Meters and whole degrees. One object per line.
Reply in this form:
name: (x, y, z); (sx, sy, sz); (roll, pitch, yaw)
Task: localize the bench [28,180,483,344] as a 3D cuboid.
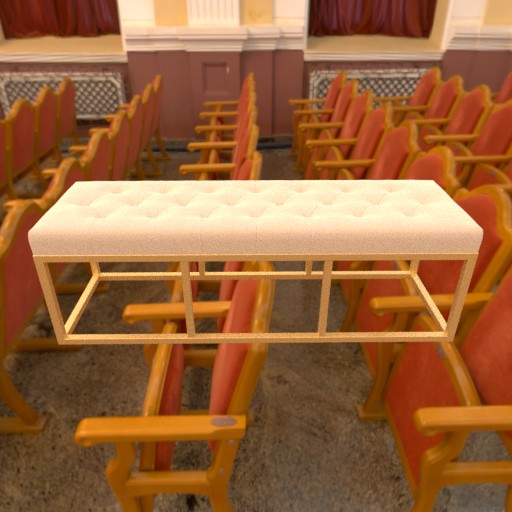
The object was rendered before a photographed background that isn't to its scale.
bench: (0.000, 0.000, 1.724); (1.473, 0.484, 0.457); (0, 30, -1)
